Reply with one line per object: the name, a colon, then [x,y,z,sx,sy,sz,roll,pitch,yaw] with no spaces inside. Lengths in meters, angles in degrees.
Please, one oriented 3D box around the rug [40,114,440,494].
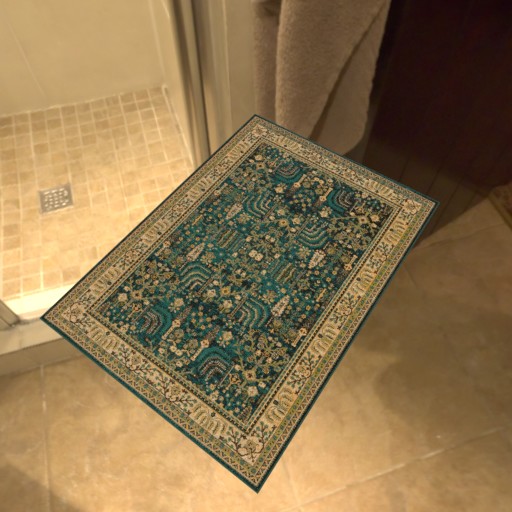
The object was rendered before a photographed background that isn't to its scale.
rug: [0.000,0.000,2.875,1.594,0.013,2.213,31,63,18]
